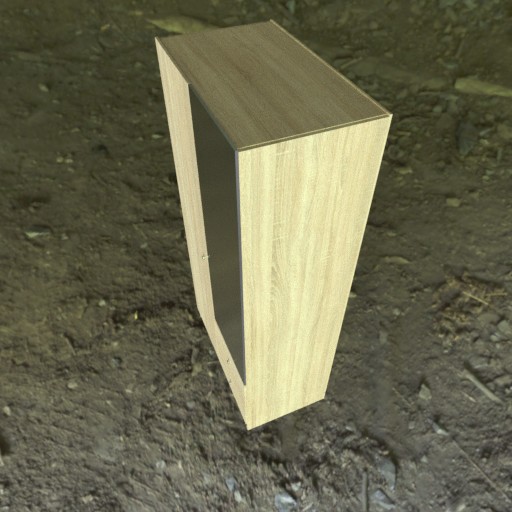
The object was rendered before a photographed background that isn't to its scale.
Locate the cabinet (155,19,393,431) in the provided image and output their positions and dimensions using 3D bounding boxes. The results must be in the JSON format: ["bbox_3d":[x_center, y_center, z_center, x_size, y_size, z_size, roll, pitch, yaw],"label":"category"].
[{"bbox_3d":[0.000,0.000,2.517,0.590,2.121,1.001,-17,49,-16],"label":"cabinet"}]
